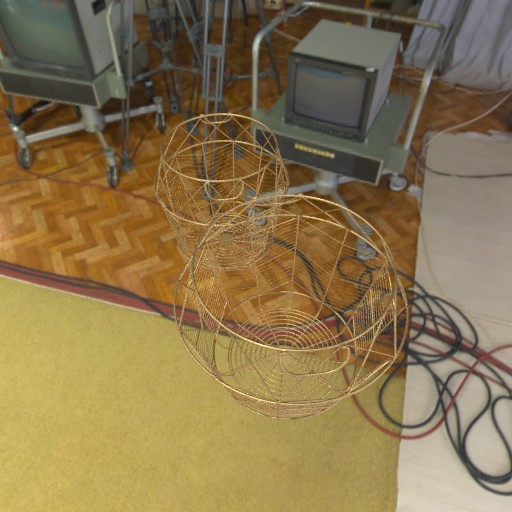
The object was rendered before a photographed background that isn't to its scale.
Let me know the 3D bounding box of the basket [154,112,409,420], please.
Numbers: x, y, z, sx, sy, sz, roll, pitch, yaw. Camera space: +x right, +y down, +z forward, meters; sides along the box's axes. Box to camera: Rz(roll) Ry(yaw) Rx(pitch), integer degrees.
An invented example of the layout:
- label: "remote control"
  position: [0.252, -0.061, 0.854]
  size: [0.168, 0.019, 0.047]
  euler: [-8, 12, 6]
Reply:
- label: "basket"
  position: [0.000, 0.000, 1.028]
  size: [0.451, 0.343, 0.805]
  euler: [-17, 50, -14]
